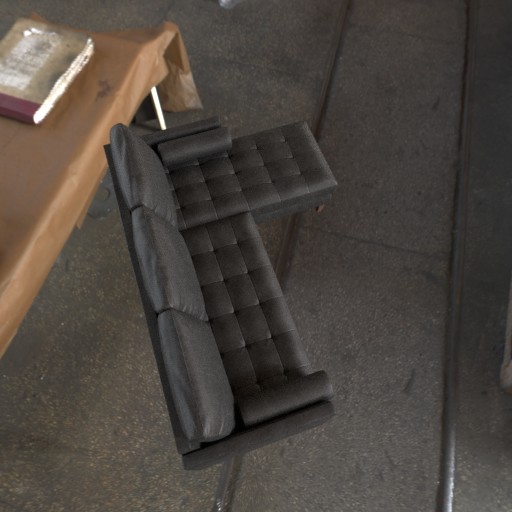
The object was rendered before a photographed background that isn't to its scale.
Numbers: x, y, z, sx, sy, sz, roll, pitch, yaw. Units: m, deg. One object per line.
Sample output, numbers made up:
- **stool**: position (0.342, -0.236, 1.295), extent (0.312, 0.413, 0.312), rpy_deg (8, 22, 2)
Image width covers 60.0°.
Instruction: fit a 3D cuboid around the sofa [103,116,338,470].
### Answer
- **sofa**: position (0.000, 0.000, 2.893), extent (1.497, 0.876, 2.178), rpy_deg (-17, 65, -8)
